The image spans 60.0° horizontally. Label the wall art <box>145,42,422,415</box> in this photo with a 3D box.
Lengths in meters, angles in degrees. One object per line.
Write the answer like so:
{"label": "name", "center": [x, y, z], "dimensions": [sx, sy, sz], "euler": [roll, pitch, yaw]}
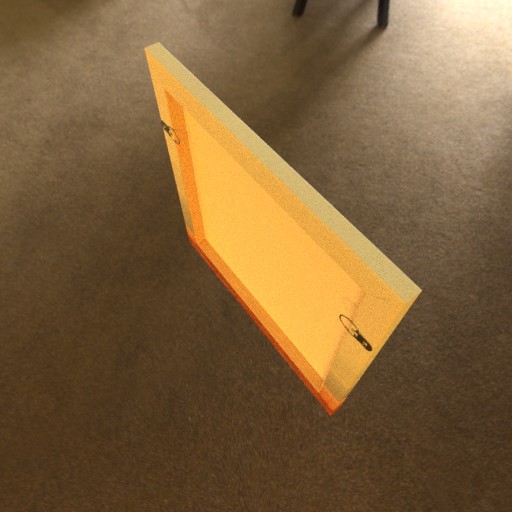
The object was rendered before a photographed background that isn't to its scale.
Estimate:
{"label": "wall art", "center": [0.000, 0.000, 0.898], "dimensions": [0.034, 0.605, 0.605], "euler": [-33, 64, -18]}
